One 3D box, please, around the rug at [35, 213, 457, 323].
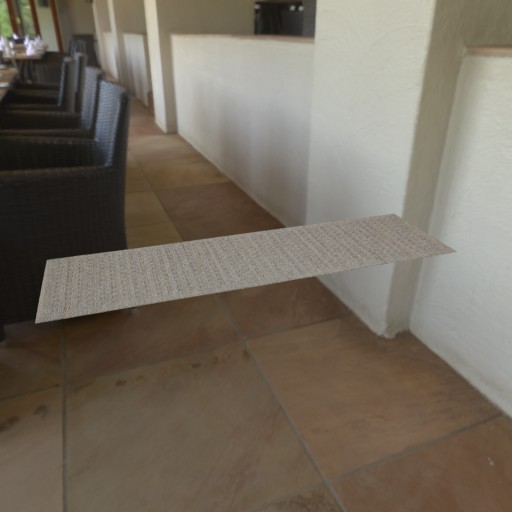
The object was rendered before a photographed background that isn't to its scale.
[{"bbox_3d":[0.000,0.000,2.735,2.437,0.005,0.688,-9,28,-16],"label":"rug"}]
